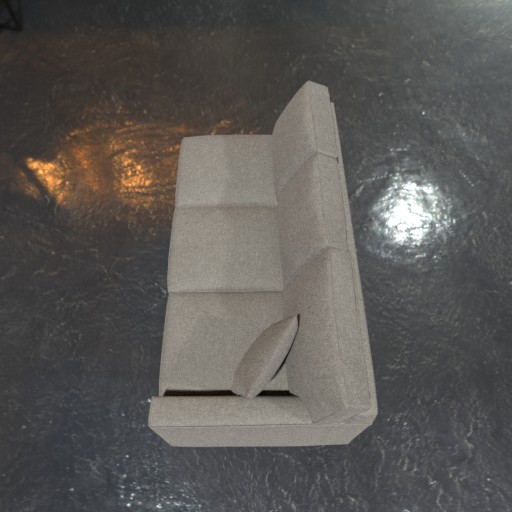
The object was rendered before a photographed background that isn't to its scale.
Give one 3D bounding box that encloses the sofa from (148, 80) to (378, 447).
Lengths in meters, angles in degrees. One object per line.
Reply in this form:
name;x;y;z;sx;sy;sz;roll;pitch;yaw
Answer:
sofa;0.000;0.000;2.596;1.034;0.946;1.963;-1;59;0
